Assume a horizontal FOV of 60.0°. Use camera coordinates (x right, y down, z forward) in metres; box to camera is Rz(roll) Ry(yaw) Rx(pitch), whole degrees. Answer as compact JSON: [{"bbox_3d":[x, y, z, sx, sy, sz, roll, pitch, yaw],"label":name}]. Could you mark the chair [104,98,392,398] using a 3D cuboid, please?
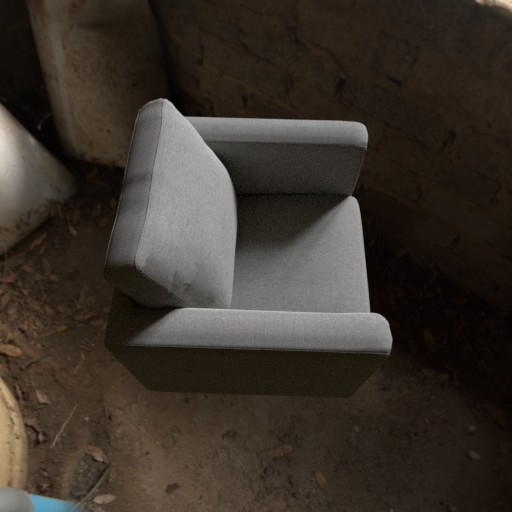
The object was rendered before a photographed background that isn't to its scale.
[{"bbox_3d":[0.000,0.000,1.570,0.800,0.927,0.855,1,62,1],"label":"chair"}]
